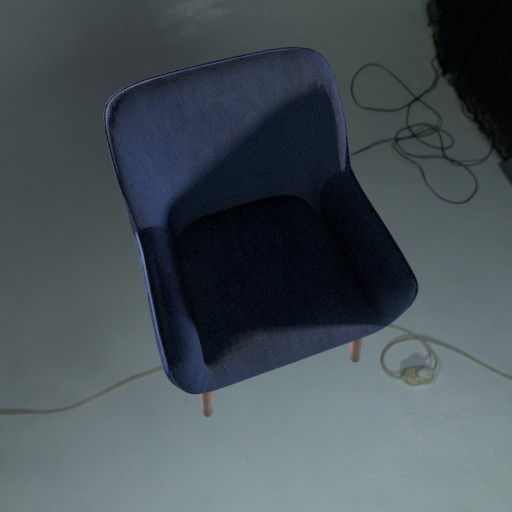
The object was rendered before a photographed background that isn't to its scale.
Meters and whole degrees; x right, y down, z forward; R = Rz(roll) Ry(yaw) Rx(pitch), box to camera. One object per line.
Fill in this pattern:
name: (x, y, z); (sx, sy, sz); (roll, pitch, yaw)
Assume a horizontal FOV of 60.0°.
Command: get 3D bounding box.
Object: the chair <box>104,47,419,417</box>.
chair: (0.000, 0.000, 1.217); (0.600, 0.820, 0.600); (-17, 62, -9)
